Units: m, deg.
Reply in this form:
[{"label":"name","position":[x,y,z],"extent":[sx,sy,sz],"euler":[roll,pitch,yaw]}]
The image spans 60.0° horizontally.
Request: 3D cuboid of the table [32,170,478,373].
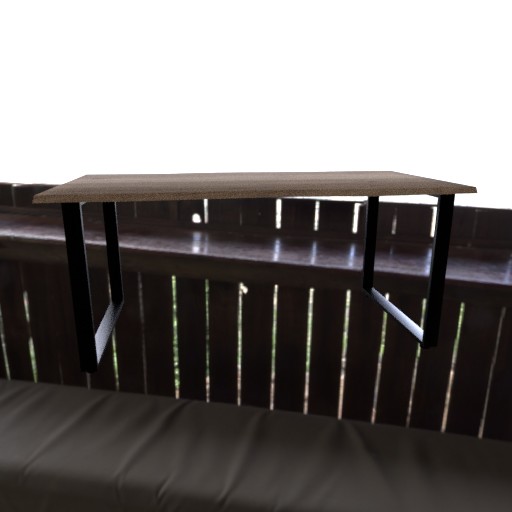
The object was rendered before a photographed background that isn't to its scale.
[{"label":"table","position":[0.000,0.000,2.287],"extent":[1.800,0.780,0.900],"euler":[-2,16,-8]}]
